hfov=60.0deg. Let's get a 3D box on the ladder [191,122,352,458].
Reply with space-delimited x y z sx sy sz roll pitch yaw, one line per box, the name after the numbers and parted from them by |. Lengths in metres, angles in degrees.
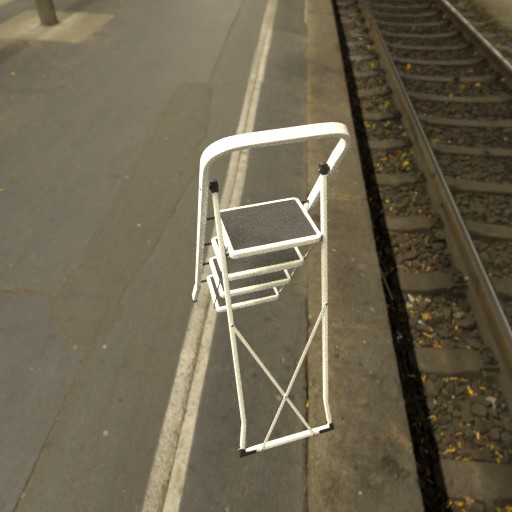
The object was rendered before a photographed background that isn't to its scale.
0.000 0.000 1.703 0.460 1.265 0.914 -11 43 -12 | ladder
